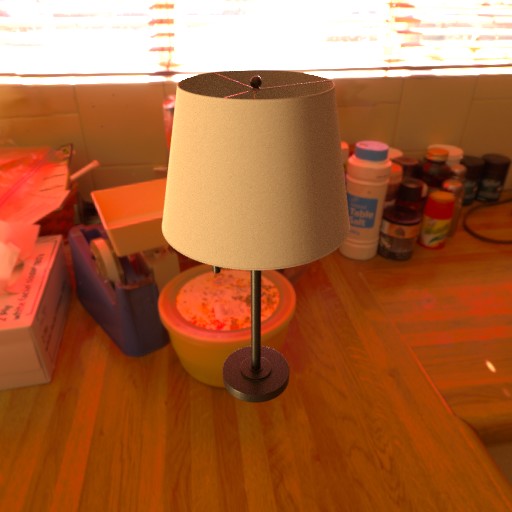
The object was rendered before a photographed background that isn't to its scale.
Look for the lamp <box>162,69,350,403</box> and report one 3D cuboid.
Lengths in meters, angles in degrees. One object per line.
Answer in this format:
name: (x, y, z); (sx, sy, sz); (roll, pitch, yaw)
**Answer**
lamp: (0.000, 0.000, 0.912); (0.363, 0.696, 0.363); (0, 31, 0)
